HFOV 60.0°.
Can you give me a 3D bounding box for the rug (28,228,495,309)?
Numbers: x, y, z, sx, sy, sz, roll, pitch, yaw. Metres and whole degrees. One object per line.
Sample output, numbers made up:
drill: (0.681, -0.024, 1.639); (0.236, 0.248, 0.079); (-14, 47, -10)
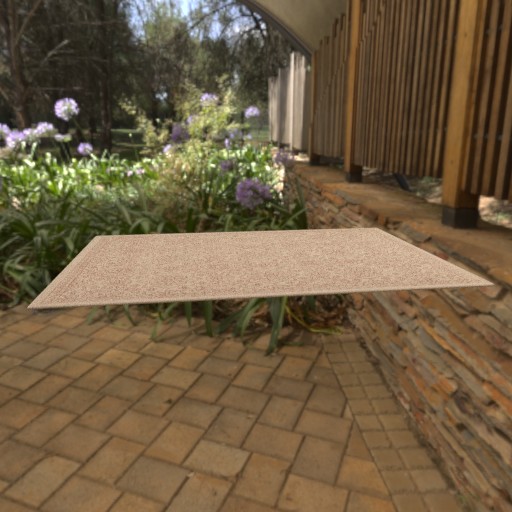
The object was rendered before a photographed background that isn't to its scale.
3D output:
rug: (0.000, 0.000, 2.290); (1.829, 0.010, 1.219); (-2, 15, -8)
